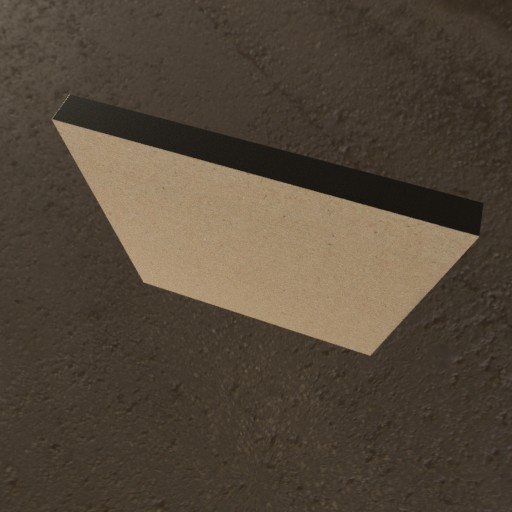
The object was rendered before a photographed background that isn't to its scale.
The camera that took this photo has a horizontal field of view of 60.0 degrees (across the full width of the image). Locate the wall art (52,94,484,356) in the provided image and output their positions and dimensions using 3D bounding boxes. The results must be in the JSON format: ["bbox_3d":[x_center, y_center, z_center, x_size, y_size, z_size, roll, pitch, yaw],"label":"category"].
[{"bbox_3d":[0.000,0.000,0.470,0.327,0.318,0.029,17,64,8],"label":"wall art"}]
